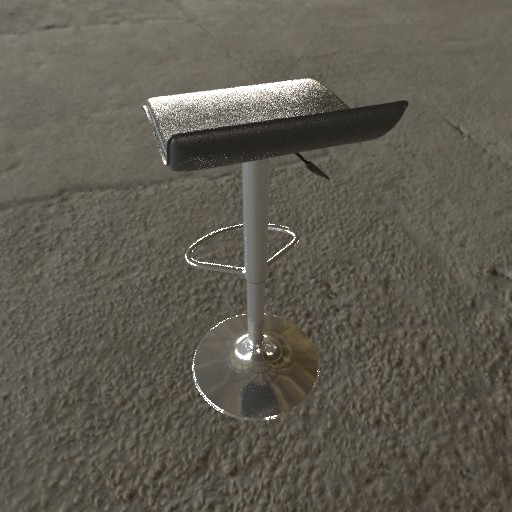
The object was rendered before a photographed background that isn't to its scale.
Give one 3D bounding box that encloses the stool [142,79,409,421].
[{"bbox_3d":[0.000,0.000,1.049,0.381,0.851,0.381,-12,43,-14],"label":"stool"}]
